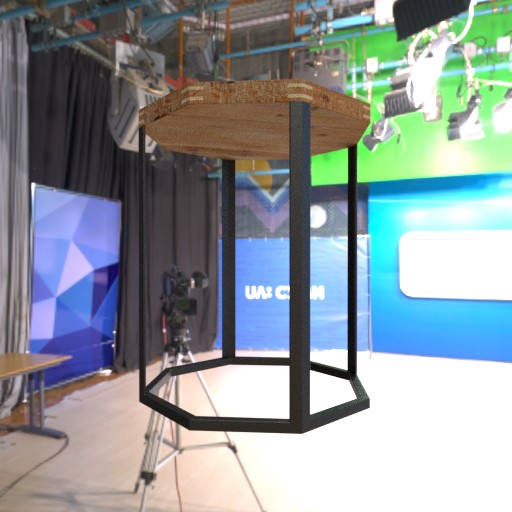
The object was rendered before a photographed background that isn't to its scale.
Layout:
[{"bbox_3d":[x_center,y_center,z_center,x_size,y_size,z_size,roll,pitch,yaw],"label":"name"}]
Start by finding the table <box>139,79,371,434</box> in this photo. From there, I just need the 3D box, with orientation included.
[{"bbox_3d":[0.000,0.000,0.895,0.458,0.543,0.458,0,1,-18],"label":"table"}]
